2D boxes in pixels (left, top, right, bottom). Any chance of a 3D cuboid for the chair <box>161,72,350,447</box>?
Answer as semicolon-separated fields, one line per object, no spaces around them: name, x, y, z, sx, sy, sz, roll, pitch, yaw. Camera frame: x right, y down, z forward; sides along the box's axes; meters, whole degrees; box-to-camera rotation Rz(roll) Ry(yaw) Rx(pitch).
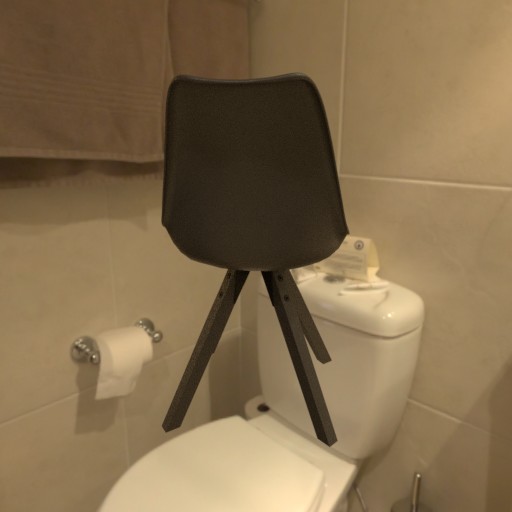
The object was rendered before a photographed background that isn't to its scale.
chair;0.000;0.000;1.187;0.485;0.850;0.550;2;16;7
